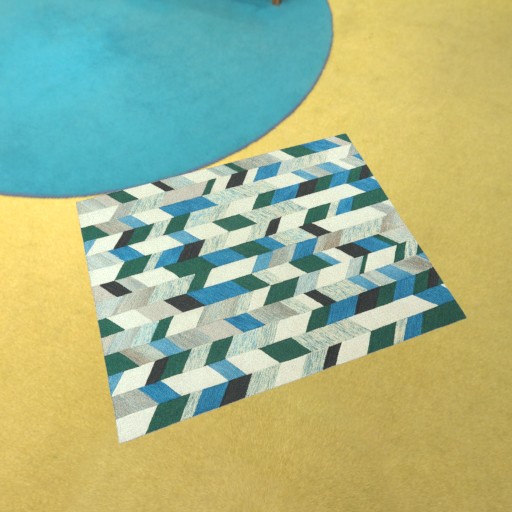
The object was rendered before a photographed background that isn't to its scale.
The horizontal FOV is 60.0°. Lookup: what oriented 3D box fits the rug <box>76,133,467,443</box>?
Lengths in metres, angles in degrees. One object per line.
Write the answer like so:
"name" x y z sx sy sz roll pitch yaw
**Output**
"rug" 0.000 0.000 4.179 3.036 0.008 2.440 -17 60 -10
